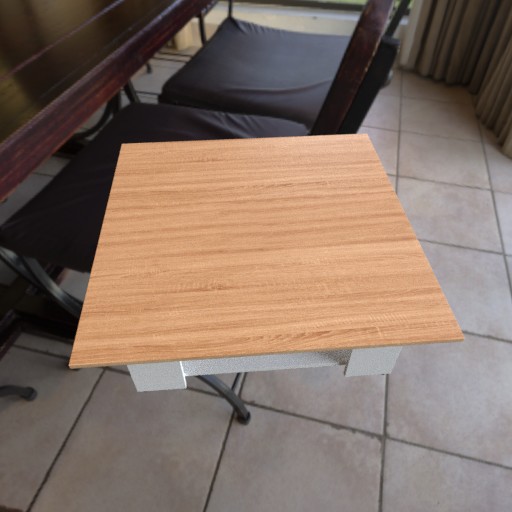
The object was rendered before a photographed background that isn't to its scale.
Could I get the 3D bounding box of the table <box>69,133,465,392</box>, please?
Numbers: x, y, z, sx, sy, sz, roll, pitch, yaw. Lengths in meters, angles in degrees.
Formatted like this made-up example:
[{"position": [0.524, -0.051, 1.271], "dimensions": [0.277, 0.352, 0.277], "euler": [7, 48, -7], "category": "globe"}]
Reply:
[{"position": [0.000, 0.000, 1.407], "dimensions": [0.890, 0.305, 0.890], "euler": [-3, 46, -3], "category": "table"}]
